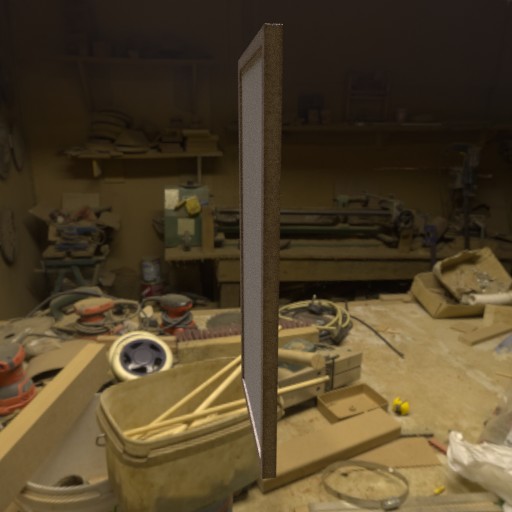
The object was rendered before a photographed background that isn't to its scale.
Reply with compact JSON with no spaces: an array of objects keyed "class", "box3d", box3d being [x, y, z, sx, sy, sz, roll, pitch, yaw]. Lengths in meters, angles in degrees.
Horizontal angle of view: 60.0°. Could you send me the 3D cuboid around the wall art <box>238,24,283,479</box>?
[{"class":"wall art","box3d":[0.000,0.000,1.683,0.051,1.461,0.648,-2,16,-8]}]
